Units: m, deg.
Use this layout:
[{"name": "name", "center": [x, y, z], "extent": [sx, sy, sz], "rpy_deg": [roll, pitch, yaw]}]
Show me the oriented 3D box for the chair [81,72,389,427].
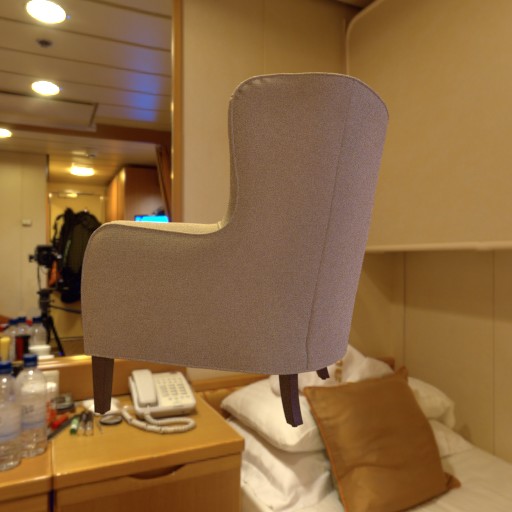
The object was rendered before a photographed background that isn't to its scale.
[{"name": "chair", "center": [0.000, 0.000, 1.679], "extent": [0.966, 1.040, 0.838], "rpy_deg": [0, 0, 18]}]
